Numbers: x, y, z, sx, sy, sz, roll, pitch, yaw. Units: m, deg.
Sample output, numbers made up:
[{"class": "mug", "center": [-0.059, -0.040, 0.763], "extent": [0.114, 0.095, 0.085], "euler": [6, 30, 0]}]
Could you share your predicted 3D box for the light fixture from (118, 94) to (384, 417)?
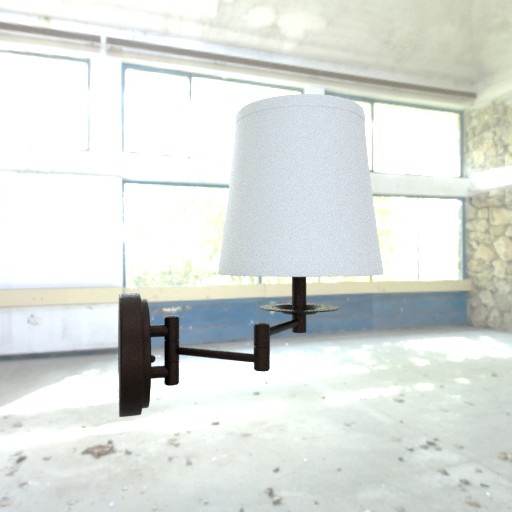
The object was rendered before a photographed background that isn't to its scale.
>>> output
[{"class": "light fixture", "center": [0.000, 0.000, 0.265], "extent": [0.157, 0.172, 0.100], "euler": [0, 0, -18]}]
